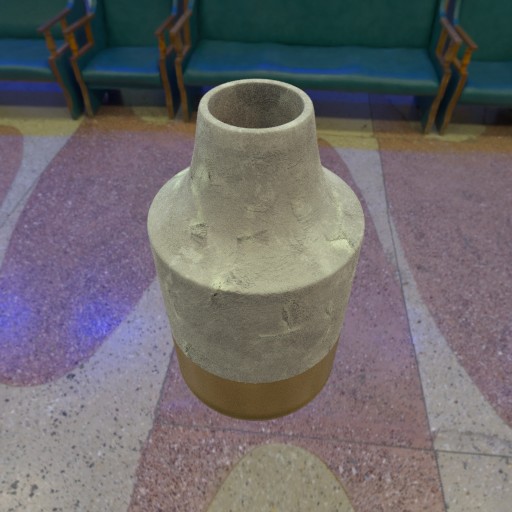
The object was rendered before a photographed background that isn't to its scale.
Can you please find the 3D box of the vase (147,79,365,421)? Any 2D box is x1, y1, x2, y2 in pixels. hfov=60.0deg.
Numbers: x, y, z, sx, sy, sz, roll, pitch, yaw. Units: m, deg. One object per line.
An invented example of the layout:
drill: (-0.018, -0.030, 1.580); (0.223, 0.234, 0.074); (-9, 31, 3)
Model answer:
vase: (0.000, 0.000, 0.417); (0.184, 0.305, 0.184); (0, 46, 0)
